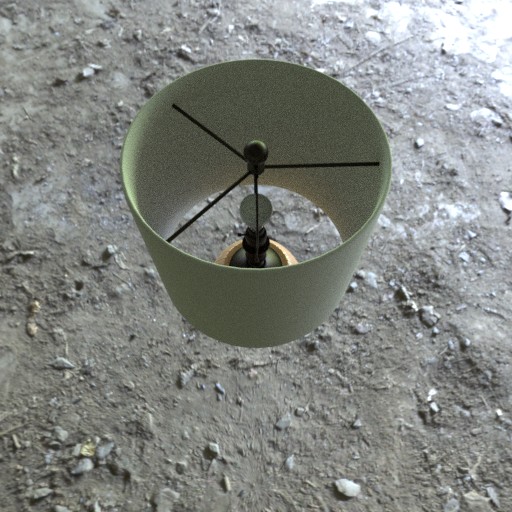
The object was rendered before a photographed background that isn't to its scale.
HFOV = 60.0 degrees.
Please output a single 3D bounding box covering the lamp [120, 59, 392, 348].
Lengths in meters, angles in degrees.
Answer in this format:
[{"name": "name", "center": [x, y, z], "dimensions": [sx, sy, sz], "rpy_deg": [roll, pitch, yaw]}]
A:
[{"name": "lamp", "center": [0.000, 0.000, 0.776], "dimensions": [0.329, 0.570, 0.329], "rpy_deg": [0, 62, 0]}]
